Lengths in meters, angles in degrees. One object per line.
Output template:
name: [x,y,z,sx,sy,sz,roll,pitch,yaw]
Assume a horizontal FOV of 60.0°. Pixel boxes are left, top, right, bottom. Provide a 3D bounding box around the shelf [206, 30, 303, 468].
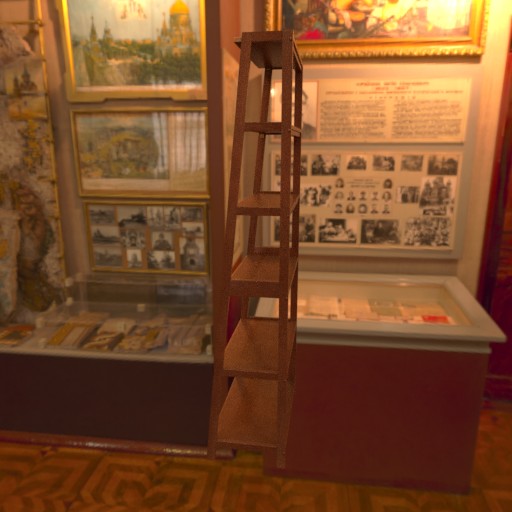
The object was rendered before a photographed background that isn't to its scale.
shelf: [0.000,0.000,2.203,0.382,1.892,0.660,2,14,9]
